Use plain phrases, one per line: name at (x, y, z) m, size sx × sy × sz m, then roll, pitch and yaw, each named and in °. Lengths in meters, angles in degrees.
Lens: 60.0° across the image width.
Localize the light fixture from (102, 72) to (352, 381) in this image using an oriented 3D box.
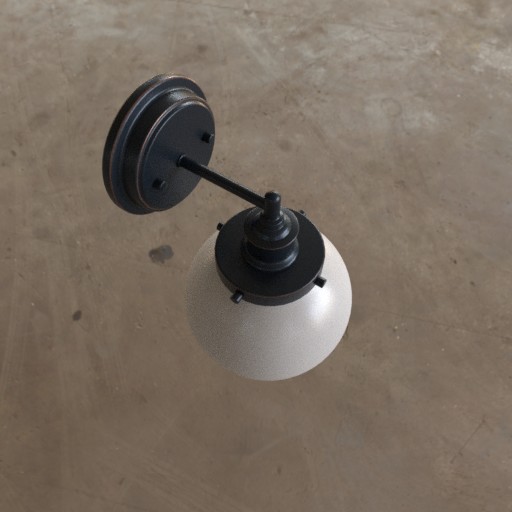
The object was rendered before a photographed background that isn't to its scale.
light fixture at (0.000, 0.000, 0.473) m, size 0.230 × 0.332 × 0.197 m, roll 29°, pitch 62°, yaw 17°
